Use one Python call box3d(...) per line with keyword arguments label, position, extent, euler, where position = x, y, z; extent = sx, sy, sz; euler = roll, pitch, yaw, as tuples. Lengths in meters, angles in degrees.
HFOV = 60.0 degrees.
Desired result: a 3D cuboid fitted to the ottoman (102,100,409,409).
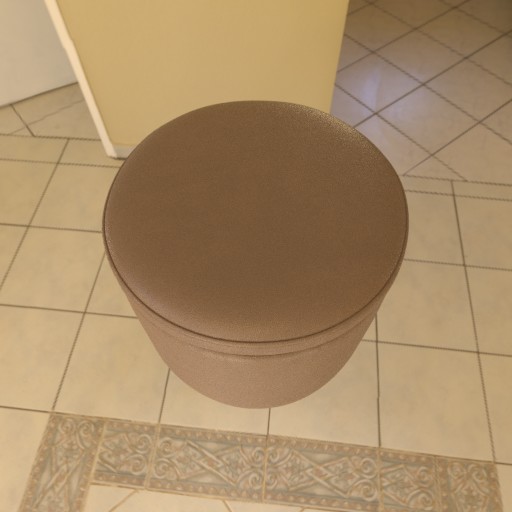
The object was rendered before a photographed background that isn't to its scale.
box3d(label="ottoman", position=(0.000, 0.000, 0.866), extent=(0.500, 0.409, 0.500), euler=(0, 58, 0))
